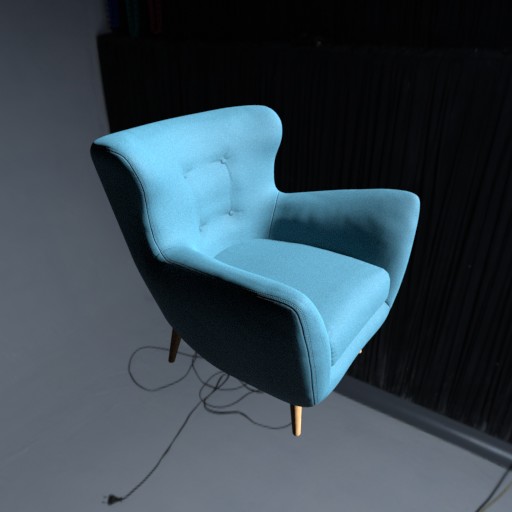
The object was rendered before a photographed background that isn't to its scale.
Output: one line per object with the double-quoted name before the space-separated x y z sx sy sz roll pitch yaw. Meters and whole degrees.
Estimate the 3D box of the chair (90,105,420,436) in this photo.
"chair" 0.000 0.000 1.578 0.889 0.889 0.890 18 33 30
